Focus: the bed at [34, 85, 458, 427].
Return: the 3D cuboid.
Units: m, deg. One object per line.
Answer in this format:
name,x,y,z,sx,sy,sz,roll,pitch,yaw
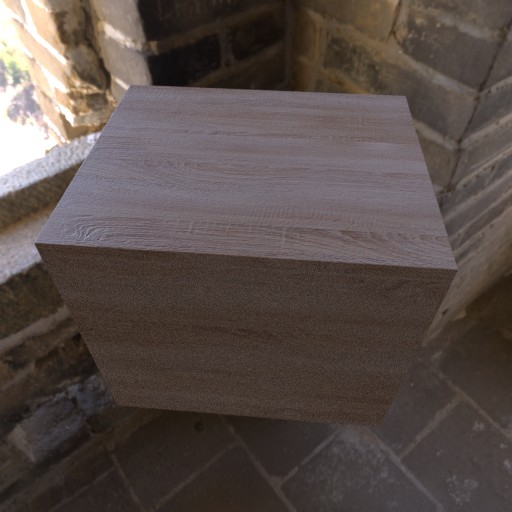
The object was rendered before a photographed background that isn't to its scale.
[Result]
bed,0.000,0.000,0.767,0.460,0.420,0.401,4,47,3
